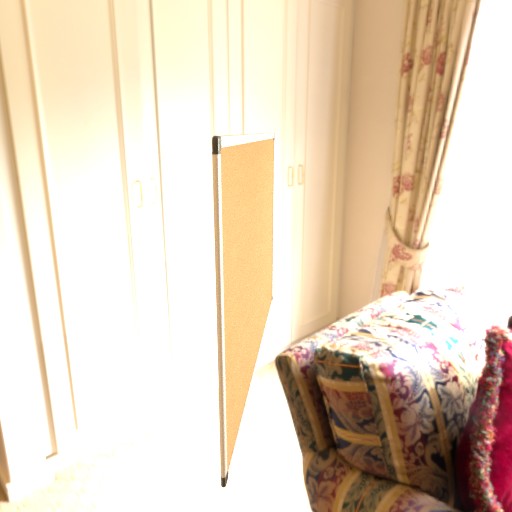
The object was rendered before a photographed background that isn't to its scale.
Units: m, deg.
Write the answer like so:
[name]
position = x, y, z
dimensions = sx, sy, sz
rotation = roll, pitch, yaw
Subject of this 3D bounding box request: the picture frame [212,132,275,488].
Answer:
[picture frame]
position = 0.000, 0.000, 1.125
dimensions = 0.010, 0.600, 0.900
rotation = 2, 16, 7
